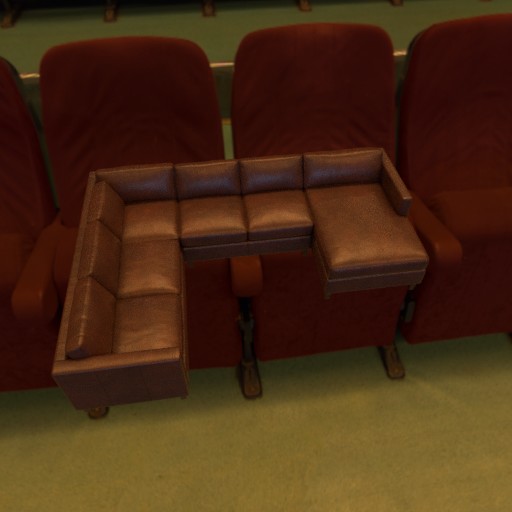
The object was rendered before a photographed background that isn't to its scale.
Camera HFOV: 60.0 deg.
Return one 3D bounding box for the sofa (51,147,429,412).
[{"bbox_3d":[0.000,0.000,4.370,3.324,0.891,2.452,-6,48,-5],"label":"sofa"}]
